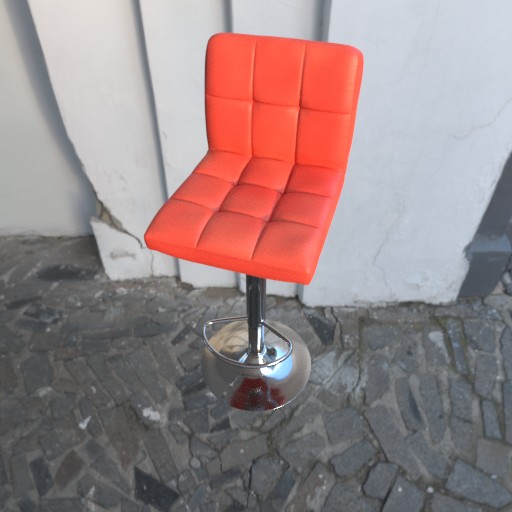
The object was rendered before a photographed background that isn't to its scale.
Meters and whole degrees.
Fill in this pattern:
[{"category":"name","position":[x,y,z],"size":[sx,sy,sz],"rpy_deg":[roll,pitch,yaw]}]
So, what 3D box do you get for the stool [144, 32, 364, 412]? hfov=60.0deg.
[{"category":"stool","position":[0.000,0.000,1.346],"size":[0.430,1.115,0.505],"rpy_deg":[12,44,13]}]
